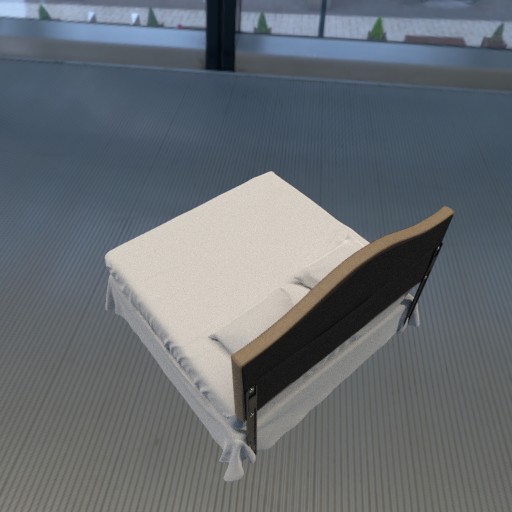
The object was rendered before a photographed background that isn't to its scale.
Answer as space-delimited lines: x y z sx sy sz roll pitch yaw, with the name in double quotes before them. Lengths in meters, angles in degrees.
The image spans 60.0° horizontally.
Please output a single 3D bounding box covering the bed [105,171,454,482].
"bed" 0.000 0.000 3.764 2.311 1.651 2.222 -31 54 -26
